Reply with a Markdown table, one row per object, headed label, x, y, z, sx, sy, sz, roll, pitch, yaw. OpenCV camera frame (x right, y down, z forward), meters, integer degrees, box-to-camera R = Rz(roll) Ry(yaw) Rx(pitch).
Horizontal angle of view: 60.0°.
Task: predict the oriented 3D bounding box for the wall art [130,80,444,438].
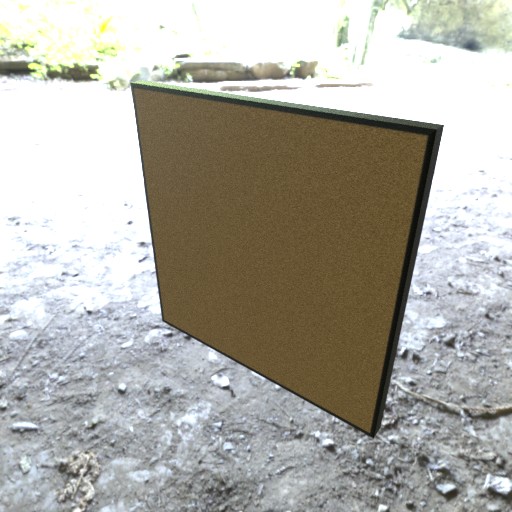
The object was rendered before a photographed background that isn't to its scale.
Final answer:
| label | x | y | z | sx | sy | sz | roll | pitch | yaw |
| --- | --- | --- | --- | --- | --- | --- | --- | --- | --- |
| wall art | 0.000 | 0.000 | 0.753 | 0.513 | 0.511 | 0.028 | 21 | 36 | 31 |
